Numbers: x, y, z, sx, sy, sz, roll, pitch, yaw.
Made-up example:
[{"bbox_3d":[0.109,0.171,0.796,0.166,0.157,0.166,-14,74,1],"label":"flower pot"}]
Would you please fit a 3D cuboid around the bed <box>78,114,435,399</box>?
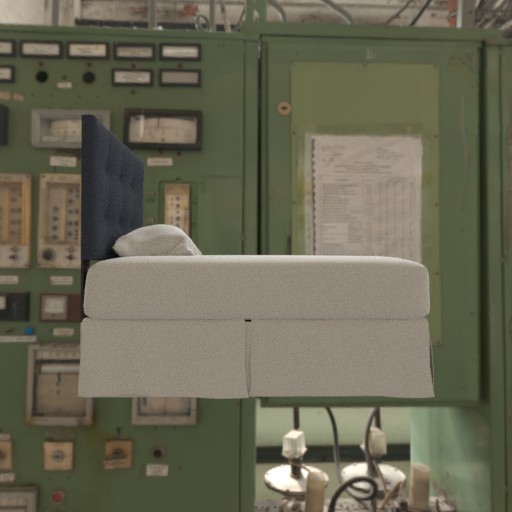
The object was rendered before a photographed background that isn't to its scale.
[{"bbox_3d":[0.000,0.000,3.023,1.997,1.571,1.261,0,-1,-1],"label":"bed"}]
